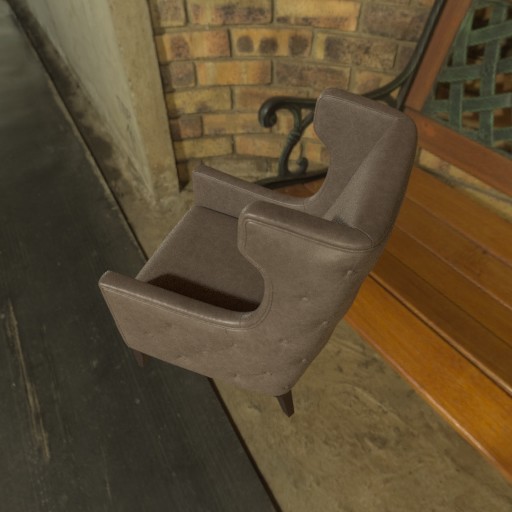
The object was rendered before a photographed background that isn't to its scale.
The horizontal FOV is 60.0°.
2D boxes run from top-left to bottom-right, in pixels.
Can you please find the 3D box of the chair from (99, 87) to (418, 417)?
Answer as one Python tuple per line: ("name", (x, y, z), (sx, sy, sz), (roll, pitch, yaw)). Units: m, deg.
("chair", (0.000, 0.000, 1.669), (0.899, 1.079, 0.769), (17, 50, 15))
